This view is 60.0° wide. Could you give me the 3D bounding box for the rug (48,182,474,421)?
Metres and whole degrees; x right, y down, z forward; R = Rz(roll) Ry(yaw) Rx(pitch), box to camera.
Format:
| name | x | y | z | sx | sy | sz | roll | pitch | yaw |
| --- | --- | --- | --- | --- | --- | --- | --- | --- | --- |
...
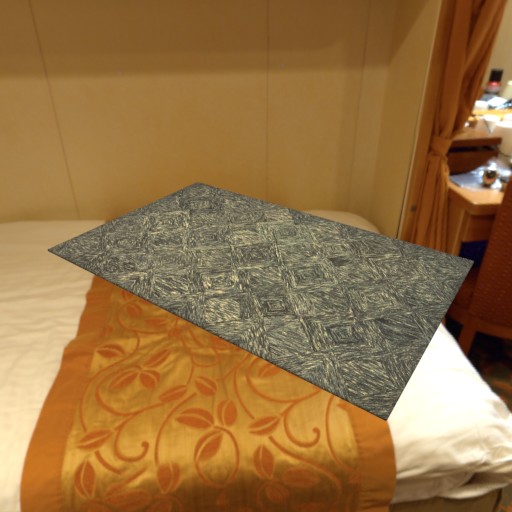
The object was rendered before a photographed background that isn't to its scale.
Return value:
| name | x | y | z | sx | sy | sz | roll | pitch | yaw |
| --- | --- | --- | --- | --- | --- | --- | --- | --- | --- |
| rug | 0.000 | 0.000 | 2.862 | 2.330 | 0.017 | 1.478 | 20 | 36 | 30 |
